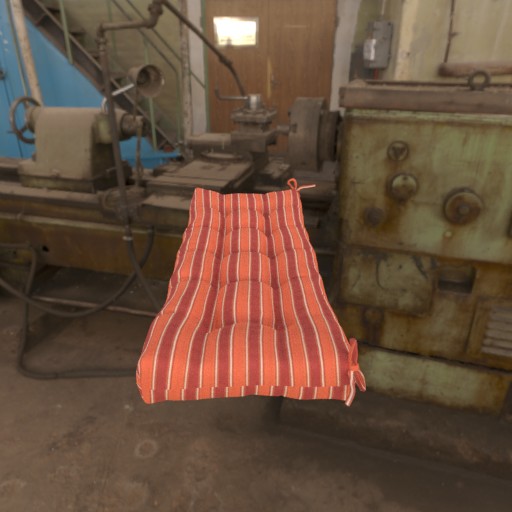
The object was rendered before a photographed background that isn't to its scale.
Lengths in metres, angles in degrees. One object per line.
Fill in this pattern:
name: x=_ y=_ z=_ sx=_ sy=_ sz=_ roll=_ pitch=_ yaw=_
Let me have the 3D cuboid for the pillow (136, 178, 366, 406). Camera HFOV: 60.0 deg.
pillow: x=0.000 y=0.000 z=1.364 sx=0.511 sy=0.174 sz=1.194 roll=-1 pitch=26 yaw=-1
